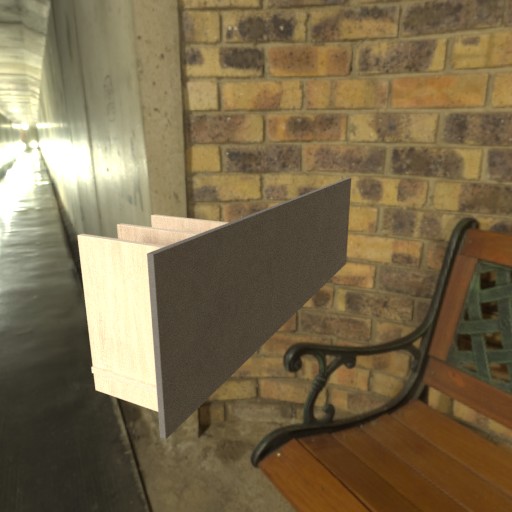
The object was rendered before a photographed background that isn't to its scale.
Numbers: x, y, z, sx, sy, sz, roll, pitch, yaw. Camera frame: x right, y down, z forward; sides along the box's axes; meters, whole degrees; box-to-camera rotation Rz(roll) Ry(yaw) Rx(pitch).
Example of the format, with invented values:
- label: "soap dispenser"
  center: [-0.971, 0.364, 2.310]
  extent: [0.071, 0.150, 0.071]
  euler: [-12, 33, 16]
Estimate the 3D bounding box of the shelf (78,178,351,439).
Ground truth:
- label: "shelf"
  center: [0.000, 0.000, 1.126]
  extent: [0.200, 0.300, 1.020]
  euler: [8, 18, 26]
